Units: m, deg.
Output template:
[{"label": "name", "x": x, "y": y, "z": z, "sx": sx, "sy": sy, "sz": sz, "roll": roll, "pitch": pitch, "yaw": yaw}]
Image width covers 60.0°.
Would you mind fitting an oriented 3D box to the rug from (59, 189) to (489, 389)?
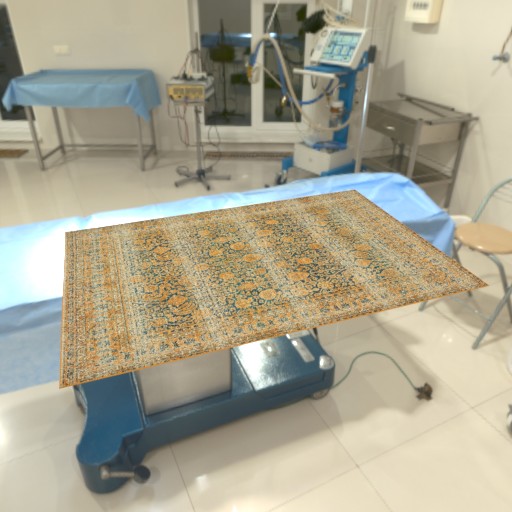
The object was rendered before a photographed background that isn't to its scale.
[{"label": "rug", "x": 0.000, "y": 0.000, "z": 2.859, "sx": 2.336, "sy": 0.007, "sz": 1.525, "roll": -10, "pitch": 33, "yaw": -17}]
